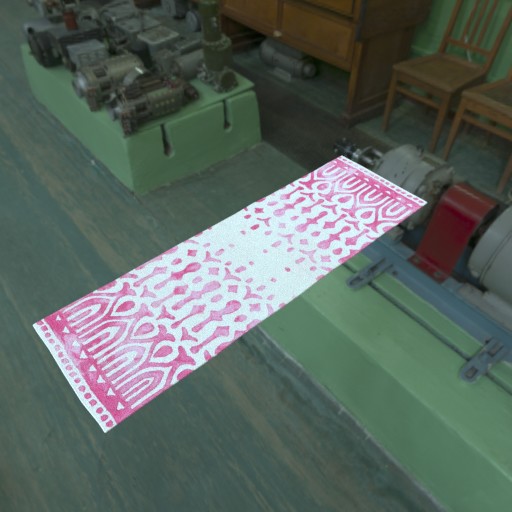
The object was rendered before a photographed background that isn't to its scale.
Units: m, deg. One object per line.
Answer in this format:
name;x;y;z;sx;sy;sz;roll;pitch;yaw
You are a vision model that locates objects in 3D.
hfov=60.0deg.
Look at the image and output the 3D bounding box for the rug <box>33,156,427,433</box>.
rug;0.000;0.000;2.701;2.458;0.011;0.787;-32;54;-27
